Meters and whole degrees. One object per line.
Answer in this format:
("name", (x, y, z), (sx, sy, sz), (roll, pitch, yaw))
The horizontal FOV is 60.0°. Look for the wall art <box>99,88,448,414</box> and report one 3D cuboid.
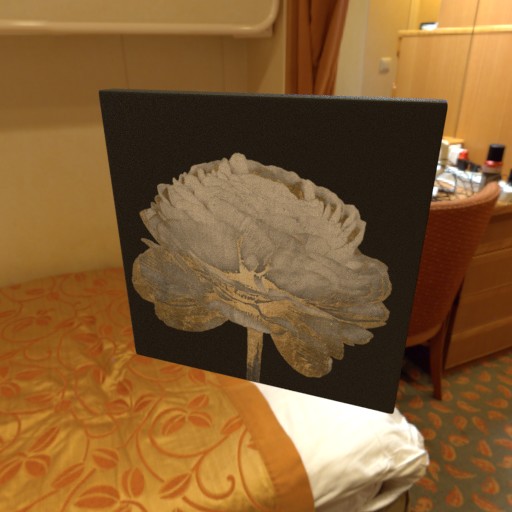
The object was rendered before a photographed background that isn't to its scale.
("wall art", (0.000, 0.000, 0.886), (0.610, 0.611, 0.043), (8, 27, 17))
